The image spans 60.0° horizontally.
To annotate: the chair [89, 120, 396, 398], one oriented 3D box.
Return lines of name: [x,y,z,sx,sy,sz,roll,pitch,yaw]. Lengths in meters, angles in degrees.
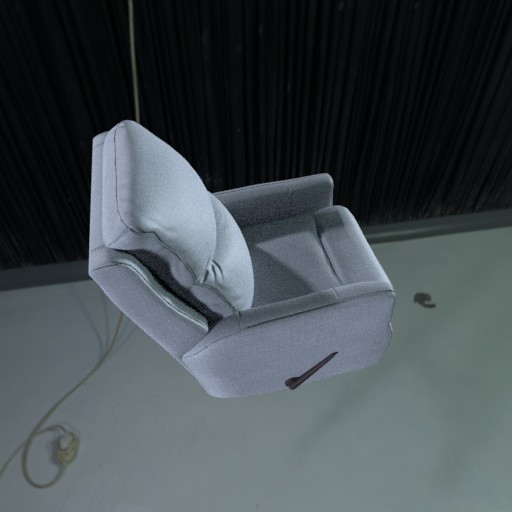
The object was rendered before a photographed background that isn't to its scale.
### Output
chair: [0.000,0.000,1.784,1.080,1.030,0.829,-10,48,-9]
